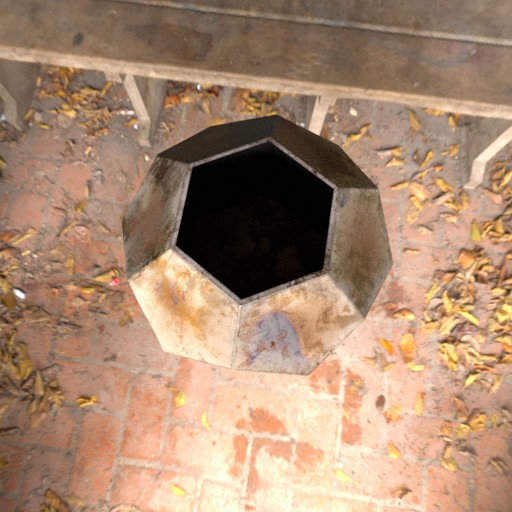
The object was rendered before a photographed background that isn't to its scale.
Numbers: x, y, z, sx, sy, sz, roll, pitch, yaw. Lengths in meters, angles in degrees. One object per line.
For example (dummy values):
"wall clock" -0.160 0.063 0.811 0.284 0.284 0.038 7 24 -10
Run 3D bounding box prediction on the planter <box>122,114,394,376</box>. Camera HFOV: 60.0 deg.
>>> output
"planter" 0.000 0.000 0.440 0.221 0.238 0.243 -20 77 -5
